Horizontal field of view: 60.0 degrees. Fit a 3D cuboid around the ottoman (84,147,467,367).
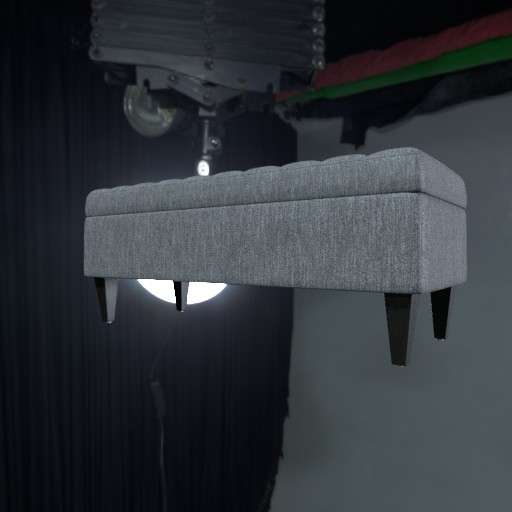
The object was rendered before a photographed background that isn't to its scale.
[{"bbox_3d":[0.000,0.000,1.402,1.151,0.469,0.482,0,1,36],"label":"ottoman"}]
